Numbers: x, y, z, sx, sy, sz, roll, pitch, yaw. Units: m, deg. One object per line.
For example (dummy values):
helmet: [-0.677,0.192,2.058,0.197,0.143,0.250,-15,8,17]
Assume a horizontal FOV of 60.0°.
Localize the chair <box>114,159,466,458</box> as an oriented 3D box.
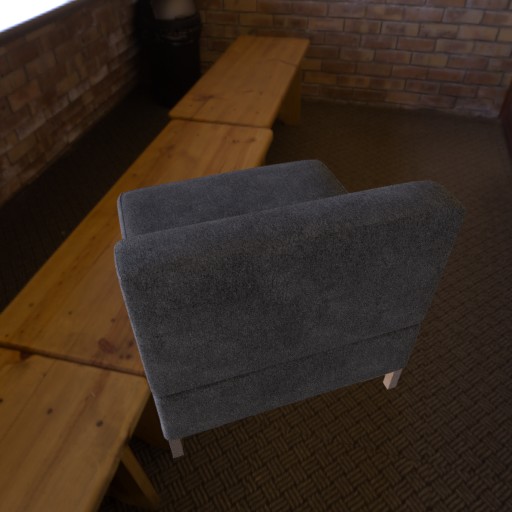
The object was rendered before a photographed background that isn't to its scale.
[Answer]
chair: [0.000,0.000,1.219,0.680,0.660,0.680,-13,43,-14]
